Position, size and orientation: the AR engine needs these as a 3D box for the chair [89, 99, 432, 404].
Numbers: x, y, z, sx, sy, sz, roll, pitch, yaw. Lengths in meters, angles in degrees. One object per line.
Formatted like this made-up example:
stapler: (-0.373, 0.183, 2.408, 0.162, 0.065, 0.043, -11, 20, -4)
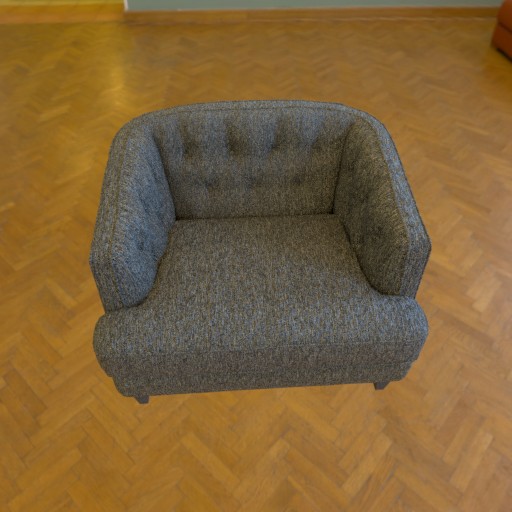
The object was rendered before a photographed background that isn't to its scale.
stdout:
chair: (0.000, 0.000, 1.739, 1.104, 0.852, 0.941, -3, 44, -3)
